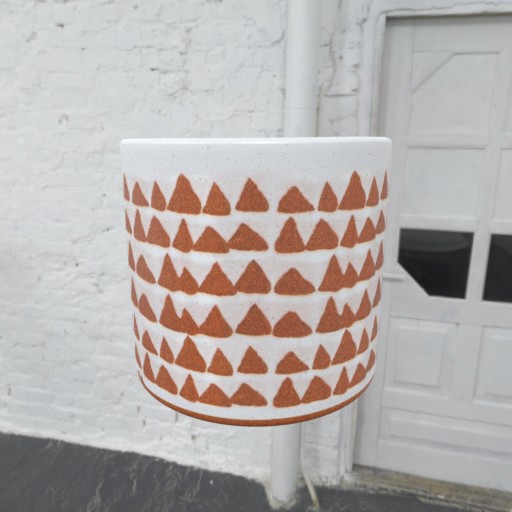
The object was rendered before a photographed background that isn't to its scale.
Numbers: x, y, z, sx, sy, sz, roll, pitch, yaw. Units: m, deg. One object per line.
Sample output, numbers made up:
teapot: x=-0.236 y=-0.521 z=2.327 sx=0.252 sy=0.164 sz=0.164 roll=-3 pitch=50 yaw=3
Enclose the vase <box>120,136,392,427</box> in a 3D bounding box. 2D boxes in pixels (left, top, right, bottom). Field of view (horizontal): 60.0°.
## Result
vase: x=0.000 y=0.000 z=0.247 sx=0.137 sy=0.127 sz=0.137 roll=0 pitch=14 yaw=0
